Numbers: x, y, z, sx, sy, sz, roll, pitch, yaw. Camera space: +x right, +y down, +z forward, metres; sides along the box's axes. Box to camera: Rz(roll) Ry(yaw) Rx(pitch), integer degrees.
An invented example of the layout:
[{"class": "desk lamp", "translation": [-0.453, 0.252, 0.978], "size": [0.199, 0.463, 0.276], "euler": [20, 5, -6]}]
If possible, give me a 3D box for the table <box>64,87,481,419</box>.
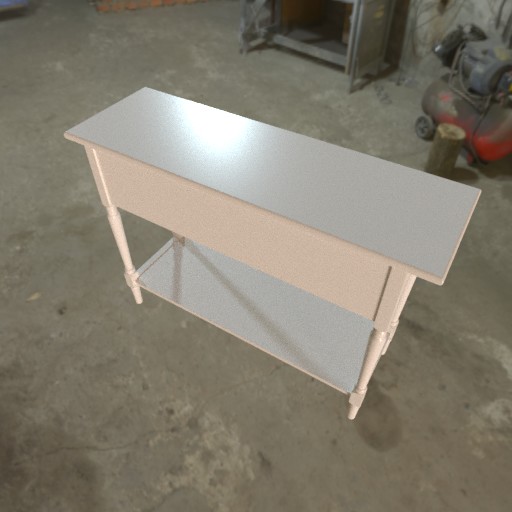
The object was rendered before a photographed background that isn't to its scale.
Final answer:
[{"class": "table", "translation": [0.000, 0.000, 1.581], "size": [1.191, 0.814, 0.386], "euler": [24, 50, 21]}]
